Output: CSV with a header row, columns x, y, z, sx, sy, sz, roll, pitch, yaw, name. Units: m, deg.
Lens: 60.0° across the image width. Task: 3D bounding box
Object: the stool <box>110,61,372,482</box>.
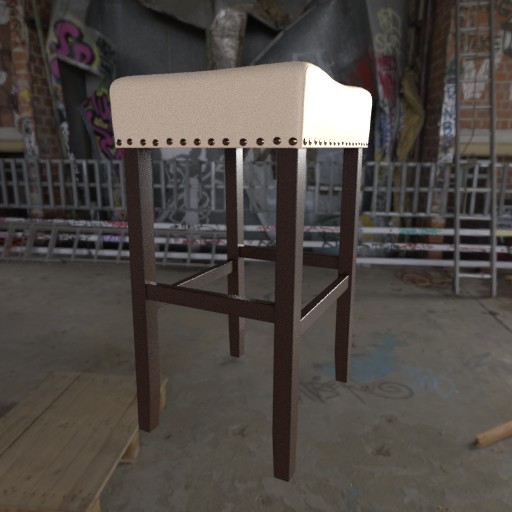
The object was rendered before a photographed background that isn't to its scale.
x,y,z,sx,sy,sz,roll,pitch,yaw,name
0.000,0.000,1.040,0.401,0.762,0.471,7,15,26,stool
